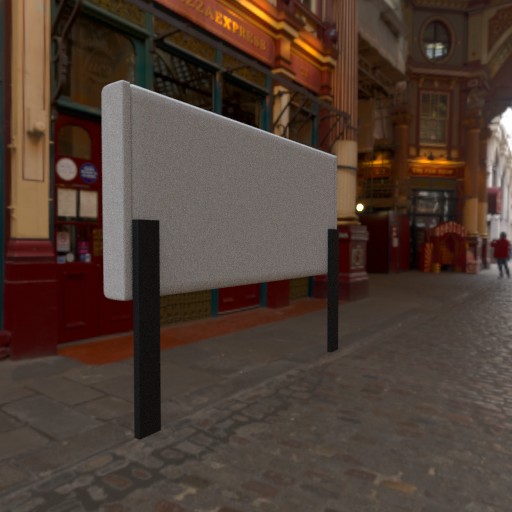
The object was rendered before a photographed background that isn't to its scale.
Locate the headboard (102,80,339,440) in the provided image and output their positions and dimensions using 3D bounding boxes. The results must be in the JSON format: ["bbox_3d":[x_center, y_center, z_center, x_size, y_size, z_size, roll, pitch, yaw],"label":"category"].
[{"bbox_3d":[0.000,0.000,2.725,0.184,1.524,2.051,1,2,36],"label":"headboard"}]
